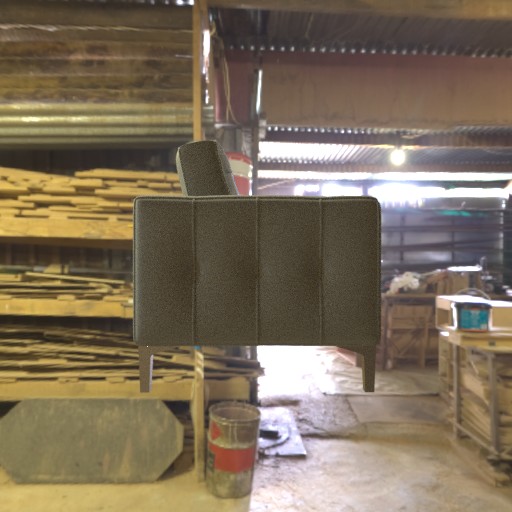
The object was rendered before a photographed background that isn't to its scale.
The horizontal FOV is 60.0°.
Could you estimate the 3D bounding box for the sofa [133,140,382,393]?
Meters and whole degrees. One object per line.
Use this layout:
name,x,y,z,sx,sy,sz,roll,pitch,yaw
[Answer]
sofa,0.000,0.000,2.277,0.833,0.893,1.726,0,0,0
